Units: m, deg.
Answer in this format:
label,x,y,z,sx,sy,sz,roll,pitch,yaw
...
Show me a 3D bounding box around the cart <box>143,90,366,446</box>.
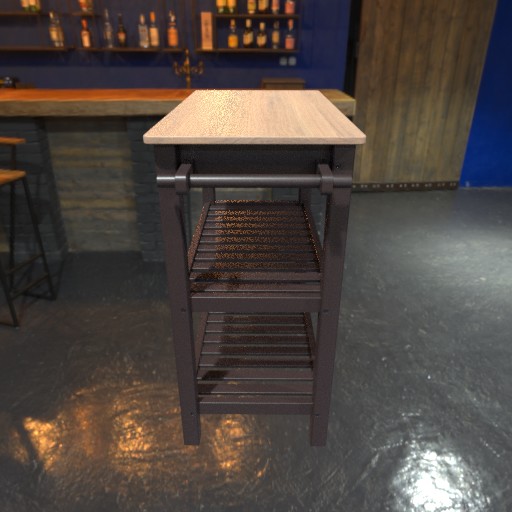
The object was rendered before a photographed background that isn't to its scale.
label,x,y,z,sx,sy,sz,roll,pitch,yaw
cart,0.000,0.000,1.451,0.457,0.927,0.899,0,26,0
